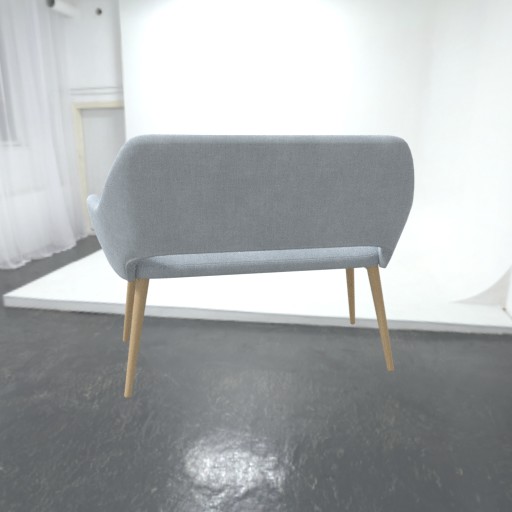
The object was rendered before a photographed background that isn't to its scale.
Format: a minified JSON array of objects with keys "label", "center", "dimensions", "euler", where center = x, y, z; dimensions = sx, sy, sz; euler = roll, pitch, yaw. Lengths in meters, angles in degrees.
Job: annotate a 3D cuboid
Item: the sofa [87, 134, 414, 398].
[{"label":"sofa","center":[0.000,0.000,1.610],"dimensions":[1.150,0.840,0.610],"euler":[-3,15,-10]}]
